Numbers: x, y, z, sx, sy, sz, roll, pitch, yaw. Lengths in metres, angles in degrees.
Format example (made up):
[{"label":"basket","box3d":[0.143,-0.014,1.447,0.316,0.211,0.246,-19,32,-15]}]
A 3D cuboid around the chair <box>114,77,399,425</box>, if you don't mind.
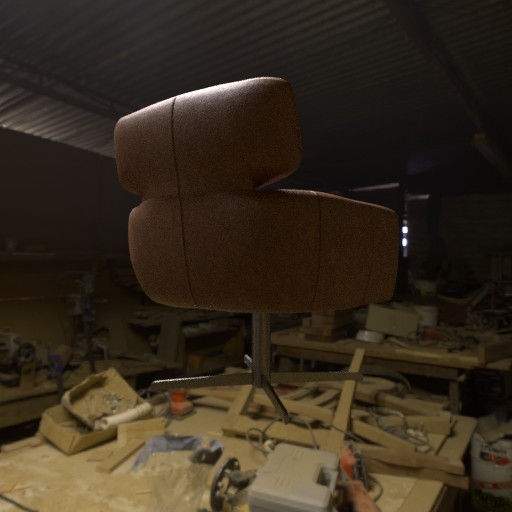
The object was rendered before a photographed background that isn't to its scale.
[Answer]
[{"label":"chair","box3d":[0.000,0.000,1.369,0.706,0.812,0.715,0,-1,35]}]
